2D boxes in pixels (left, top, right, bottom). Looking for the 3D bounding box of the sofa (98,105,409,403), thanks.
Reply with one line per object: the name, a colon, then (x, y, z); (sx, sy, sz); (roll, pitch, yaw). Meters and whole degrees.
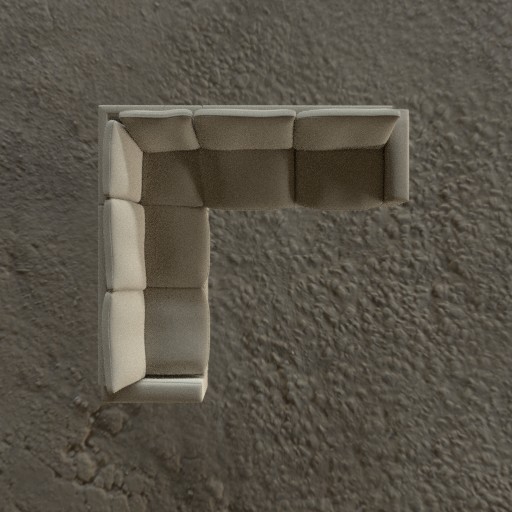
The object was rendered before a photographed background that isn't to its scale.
sofa: (0.000, 0.000, 4.723); (3.206, 0.918, 3.066); (0, 90, 0)
